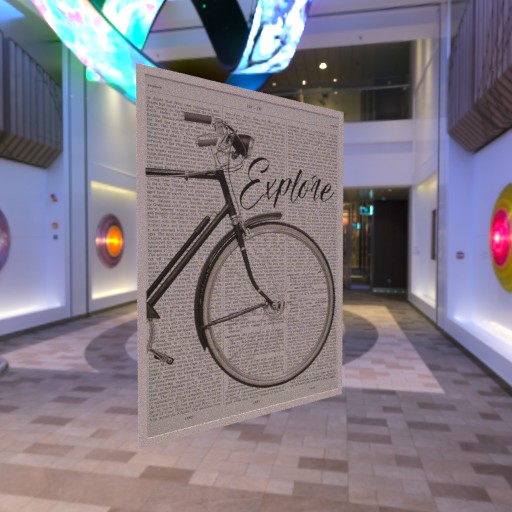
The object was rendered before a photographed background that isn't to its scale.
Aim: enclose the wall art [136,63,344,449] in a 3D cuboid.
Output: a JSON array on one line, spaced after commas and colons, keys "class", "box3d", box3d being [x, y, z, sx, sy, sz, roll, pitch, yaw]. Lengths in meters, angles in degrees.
[{"class": "wall art", "box3d": [0.000, 0.000, 0.831, 0.457, 0.610, 0.003, -1, 2, -35]}]
